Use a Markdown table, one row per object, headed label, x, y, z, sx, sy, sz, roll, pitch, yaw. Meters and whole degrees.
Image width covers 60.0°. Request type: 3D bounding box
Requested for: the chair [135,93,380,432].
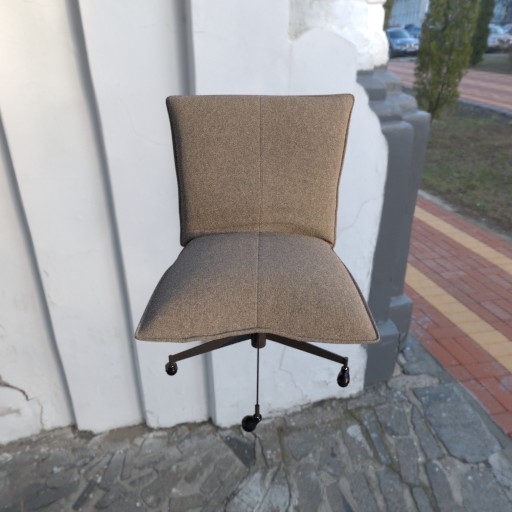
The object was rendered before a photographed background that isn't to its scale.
| label | x | y | z | sx | sy | sz | roll | pitch | yaw |
| --- | --- | --- | --- | --- | --- | --- | --- | --- | --- |
| chair | 0.000 | 0.000 | 1.286 | 0.597 | 0.811 | 0.696 | 1 | 27 | 2 |
